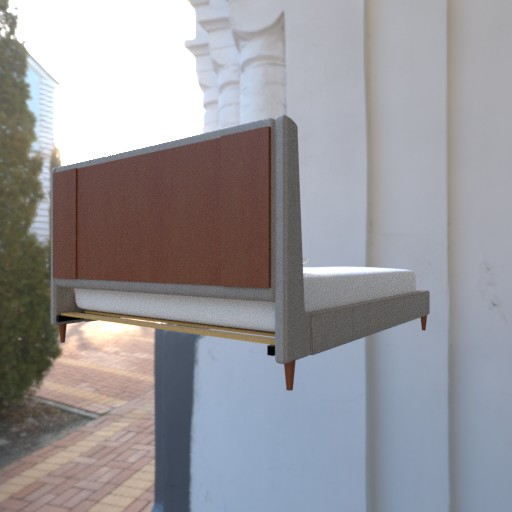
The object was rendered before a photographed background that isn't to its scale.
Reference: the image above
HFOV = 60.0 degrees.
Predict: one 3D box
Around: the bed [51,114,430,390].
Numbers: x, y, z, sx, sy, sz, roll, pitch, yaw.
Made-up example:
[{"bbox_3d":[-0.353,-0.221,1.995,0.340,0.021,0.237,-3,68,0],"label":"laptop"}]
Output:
[{"bbox_3d":[0.000,0.000,3.558,2.062,1.289,2.342,0,0,37],"label":"bed"}]
